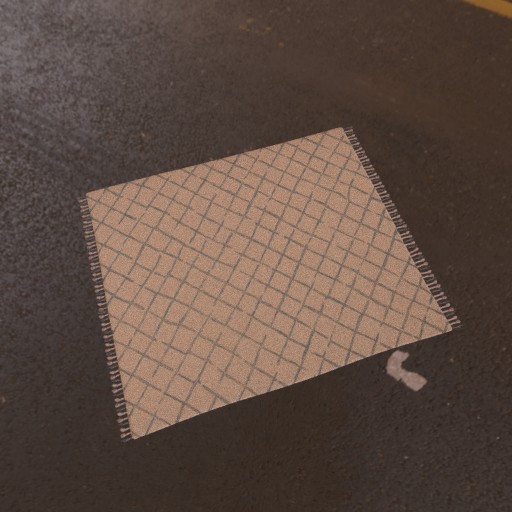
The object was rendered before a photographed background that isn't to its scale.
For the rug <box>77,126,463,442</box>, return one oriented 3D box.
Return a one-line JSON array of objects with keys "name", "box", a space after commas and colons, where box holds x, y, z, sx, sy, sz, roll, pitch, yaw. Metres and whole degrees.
[{"name": "rug", "box": [0.000, 0.000, 4.946, 3.585, 0.036, 2.892, -16, 64, -8]}]
